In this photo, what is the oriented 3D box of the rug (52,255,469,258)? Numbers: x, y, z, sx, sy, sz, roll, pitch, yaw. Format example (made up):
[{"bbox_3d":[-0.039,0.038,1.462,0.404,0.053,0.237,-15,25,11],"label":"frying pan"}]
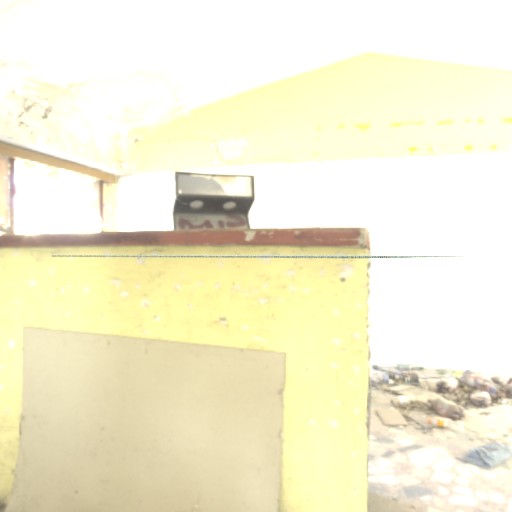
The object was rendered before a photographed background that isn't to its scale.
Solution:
[{"bbox_3d":[0.000,0.000,2.219,1.752,0.006,1.142,0,0,36],"label":"rug"}]
